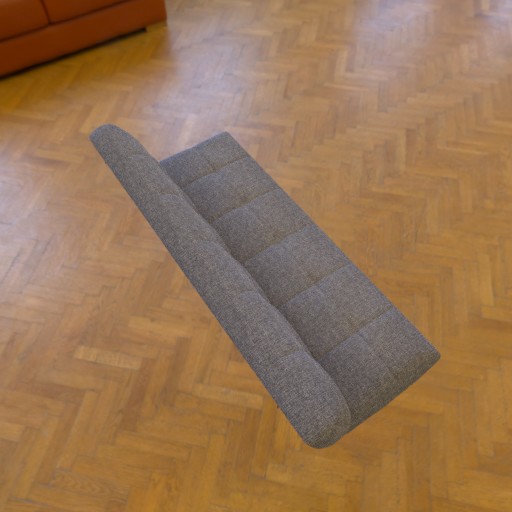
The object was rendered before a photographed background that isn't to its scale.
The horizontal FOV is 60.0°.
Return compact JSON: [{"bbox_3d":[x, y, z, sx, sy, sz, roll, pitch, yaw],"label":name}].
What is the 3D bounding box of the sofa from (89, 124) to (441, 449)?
[{"bbox_3d":[0.000,0.000,2.240,0.820,0.770,1.820,-30,62,-18],"label":"sofa"}]
